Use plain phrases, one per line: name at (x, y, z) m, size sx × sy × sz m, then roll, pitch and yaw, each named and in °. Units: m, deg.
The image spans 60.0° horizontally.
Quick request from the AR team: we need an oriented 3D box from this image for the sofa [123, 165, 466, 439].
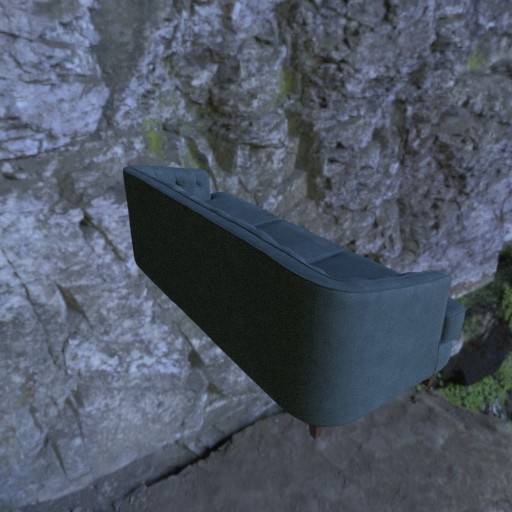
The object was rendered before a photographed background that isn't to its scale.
sofa at (0.000, 0.000, 2.729) m, size 0.941 × 0.855 × 2.278 m, roll -17°, pitch 30°, yaw -31°
